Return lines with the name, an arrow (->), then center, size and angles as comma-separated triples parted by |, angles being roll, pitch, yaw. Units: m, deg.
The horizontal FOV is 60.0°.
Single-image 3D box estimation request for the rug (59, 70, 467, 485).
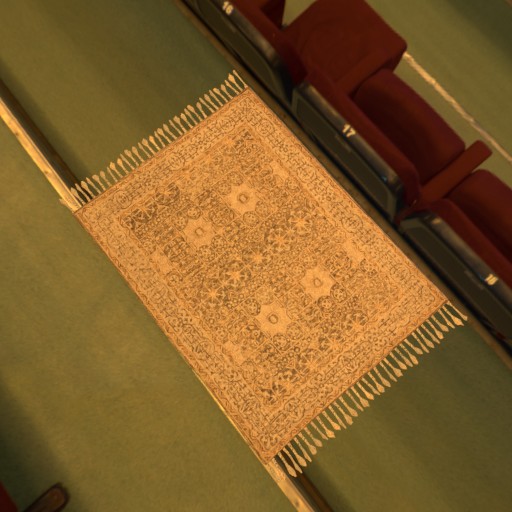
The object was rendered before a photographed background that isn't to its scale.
rug -> 0.000, 0.000, 3.018 | 1.619, 0.023, 2.465 | -39, 79, -9
